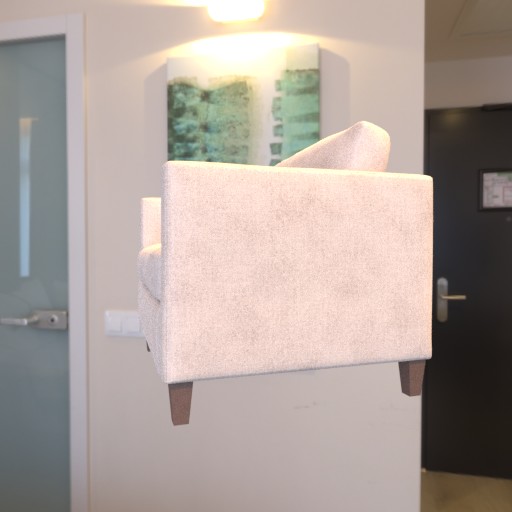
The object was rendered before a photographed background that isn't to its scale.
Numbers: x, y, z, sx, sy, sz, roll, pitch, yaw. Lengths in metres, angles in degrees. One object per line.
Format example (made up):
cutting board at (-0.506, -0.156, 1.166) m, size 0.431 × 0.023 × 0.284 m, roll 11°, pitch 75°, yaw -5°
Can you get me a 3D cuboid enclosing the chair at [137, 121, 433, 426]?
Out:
chair at (0.000, 0.000, 1.901) m, size 0.959 × 0.961 × 1.133 m, roll 0°, pitch 1°, yaw -18°
